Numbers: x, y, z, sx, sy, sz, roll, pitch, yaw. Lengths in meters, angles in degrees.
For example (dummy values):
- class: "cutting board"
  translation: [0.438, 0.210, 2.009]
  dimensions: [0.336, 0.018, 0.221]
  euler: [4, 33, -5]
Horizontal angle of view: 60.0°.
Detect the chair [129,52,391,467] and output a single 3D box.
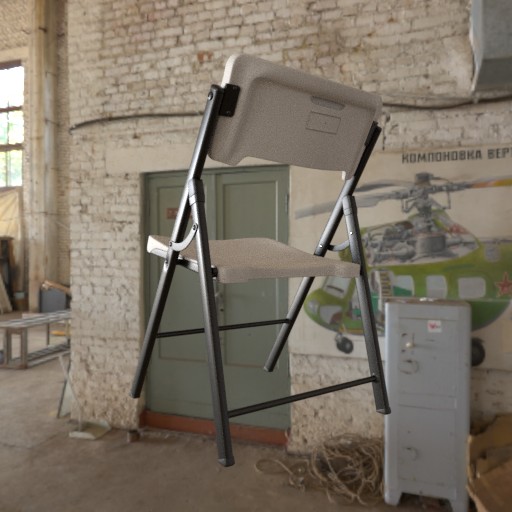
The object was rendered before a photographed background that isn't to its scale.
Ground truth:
- class: "chair"
  translation: [0.000, 0.000, 1.129]
  dimensions: [0.482, 0.765, 0.577]
  euler: [0, 1, -35]
